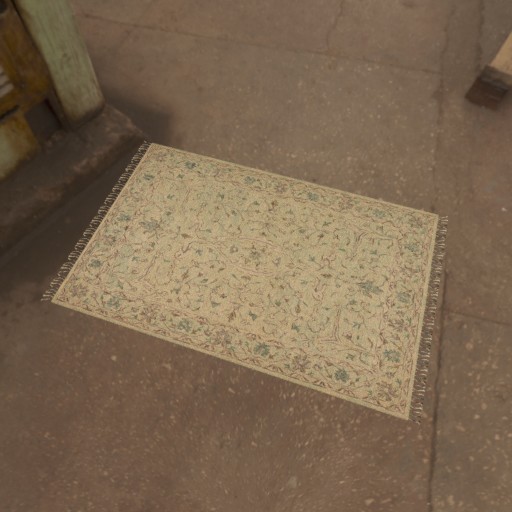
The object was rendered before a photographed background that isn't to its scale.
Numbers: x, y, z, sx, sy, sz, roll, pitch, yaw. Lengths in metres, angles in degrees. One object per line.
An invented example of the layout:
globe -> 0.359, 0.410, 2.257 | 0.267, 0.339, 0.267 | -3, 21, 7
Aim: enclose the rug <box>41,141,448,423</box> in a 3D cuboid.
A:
rug -> 0.000, 0.000, 3.042 | 2.435, 0.010, 1.544 | 16, 60, 10
